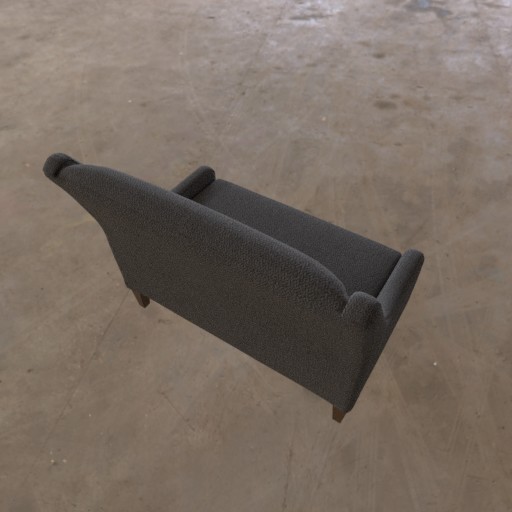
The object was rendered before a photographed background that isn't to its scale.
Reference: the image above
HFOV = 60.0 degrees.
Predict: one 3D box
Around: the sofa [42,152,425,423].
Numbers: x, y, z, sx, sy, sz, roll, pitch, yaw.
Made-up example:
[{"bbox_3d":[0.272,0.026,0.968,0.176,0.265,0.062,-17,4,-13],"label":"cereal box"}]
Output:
[{"bbox_3d":[0.000,0.000,1.895,1.242,1.022,0.873,25,52,22],"label":"sofa"}]
